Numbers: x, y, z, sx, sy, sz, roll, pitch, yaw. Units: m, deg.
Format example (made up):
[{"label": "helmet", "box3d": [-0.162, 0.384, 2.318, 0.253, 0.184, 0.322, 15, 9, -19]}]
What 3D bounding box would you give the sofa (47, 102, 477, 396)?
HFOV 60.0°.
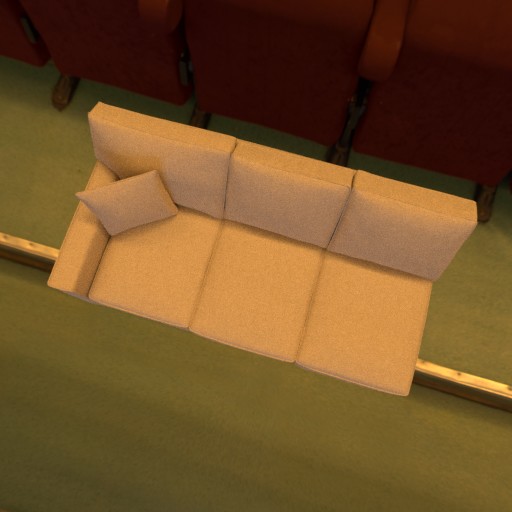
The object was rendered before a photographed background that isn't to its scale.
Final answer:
[{"label": "sofa", "box3d": [0.000, 0.000, 2.472, 1.962, 0.946, 1.034, 16, 77, 4]}]
